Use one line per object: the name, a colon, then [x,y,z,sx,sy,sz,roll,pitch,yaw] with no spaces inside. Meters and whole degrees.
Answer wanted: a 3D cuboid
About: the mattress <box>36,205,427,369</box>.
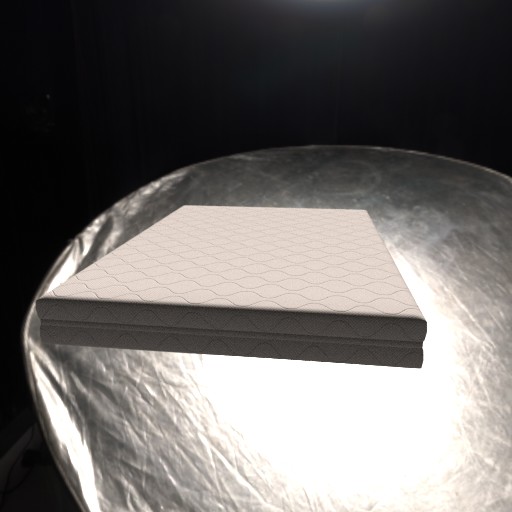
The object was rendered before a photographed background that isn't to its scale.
mattress: [0.000,0.000,2.468,1.400,0.200,1.900,2,17,7]
